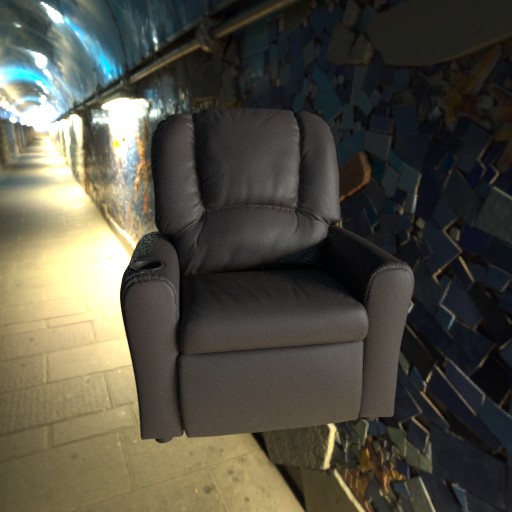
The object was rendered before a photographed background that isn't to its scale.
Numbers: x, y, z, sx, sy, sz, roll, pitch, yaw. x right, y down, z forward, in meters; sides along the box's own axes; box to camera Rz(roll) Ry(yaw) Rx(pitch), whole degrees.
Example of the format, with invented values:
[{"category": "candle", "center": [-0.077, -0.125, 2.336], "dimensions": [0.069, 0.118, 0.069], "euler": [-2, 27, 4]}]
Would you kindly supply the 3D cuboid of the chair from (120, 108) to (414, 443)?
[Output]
[{"category": "chair", "center": [0.000, 0.000, 1.098], "dimensions": [0.610, 0.709, 0.521], "euler": [-3, 17, -9]}]
